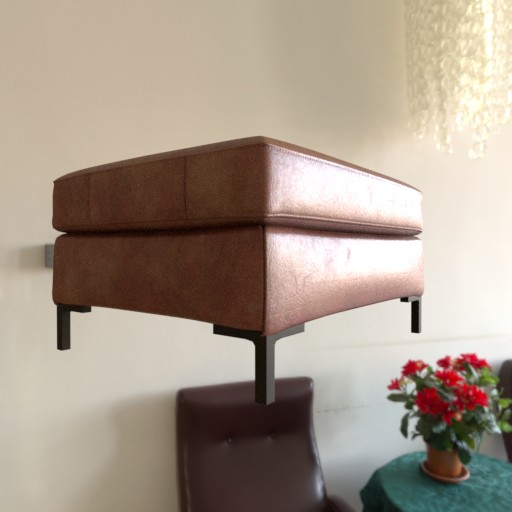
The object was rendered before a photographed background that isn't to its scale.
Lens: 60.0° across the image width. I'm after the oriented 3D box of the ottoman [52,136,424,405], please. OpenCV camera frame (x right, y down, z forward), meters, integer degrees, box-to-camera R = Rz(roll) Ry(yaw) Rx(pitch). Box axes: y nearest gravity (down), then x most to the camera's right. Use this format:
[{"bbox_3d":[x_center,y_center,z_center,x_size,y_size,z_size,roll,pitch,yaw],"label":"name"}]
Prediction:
[{"bbox_3d":[0.000,0.000,1.750,0.965,0.667,1.186,1,1,38],"label":"ottoman"}]
